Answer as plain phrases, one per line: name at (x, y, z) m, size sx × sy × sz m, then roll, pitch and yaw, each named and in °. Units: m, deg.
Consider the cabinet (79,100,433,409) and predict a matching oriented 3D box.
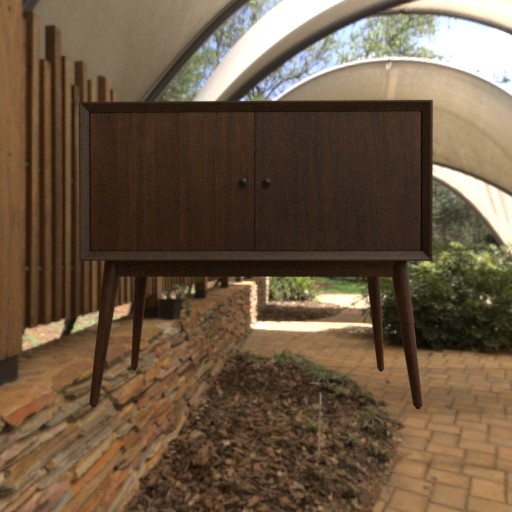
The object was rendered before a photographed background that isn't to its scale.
cabinet at (0.000, 0.000, 1.107) m, size 0.743 × 0.654 × 0.354 m, roll 0°, pitch 0°, yaw 1°
